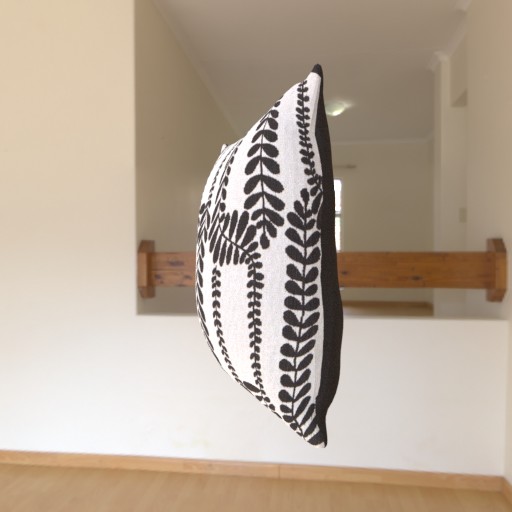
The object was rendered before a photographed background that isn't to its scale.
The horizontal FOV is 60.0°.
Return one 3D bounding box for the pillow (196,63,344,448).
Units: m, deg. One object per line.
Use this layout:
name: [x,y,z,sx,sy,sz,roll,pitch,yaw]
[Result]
pillow: [0.000,0.000,0.692,0.182,0.441,0.440,0,1,-18]
